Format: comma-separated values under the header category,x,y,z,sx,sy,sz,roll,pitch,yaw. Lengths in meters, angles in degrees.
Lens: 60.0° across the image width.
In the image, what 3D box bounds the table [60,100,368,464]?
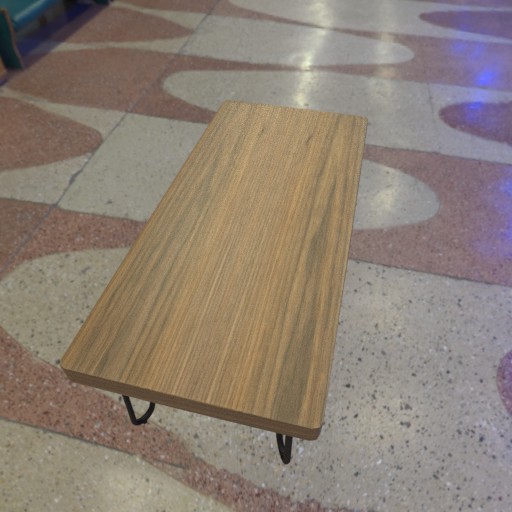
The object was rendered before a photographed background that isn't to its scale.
category,x,y,z,sx,sy,sz,roll,pitch,yaw
table,0.000,0.000,1.627,0.637,0.468,1.375,10,47,10
